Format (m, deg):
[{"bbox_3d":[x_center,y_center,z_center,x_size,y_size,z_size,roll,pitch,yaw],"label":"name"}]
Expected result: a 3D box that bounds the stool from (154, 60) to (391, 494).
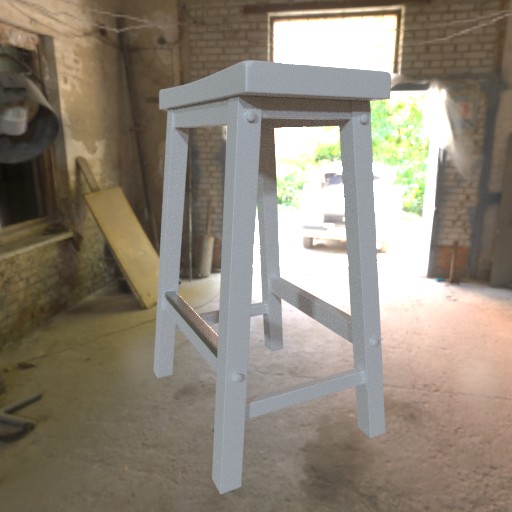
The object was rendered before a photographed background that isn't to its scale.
[{"bbox_3d":[0.000,0.000,0.831,0.322,0.610,0.406,-7,17,-26],"label":"stool"}]
